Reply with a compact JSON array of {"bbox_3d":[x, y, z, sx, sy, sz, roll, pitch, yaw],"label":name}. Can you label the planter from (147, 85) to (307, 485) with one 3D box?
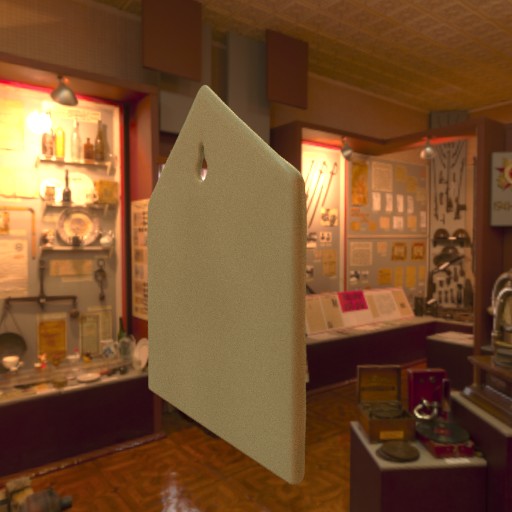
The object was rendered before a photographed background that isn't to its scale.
[{"bbox_3d":[0.000,0.000,0.280,0.079,0.197,0.164,-1,2,-36],"label":"planter"}]
